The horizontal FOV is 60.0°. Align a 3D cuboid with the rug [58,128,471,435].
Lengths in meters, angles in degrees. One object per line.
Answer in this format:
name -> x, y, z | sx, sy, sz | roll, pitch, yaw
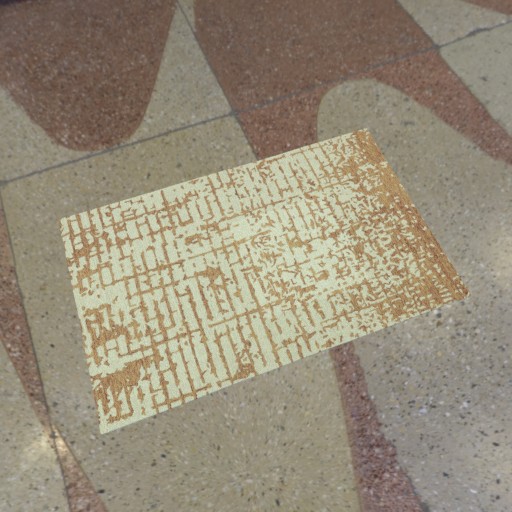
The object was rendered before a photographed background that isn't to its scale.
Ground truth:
rug -> 0.000, 0.000, 3.015 | 2.435, 0.011, 1.517 | -18, 65, -9
